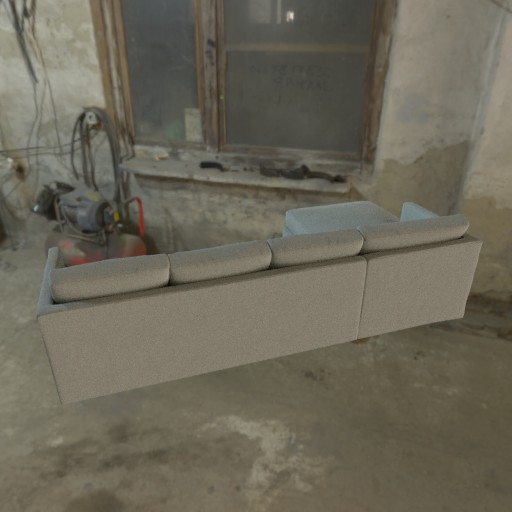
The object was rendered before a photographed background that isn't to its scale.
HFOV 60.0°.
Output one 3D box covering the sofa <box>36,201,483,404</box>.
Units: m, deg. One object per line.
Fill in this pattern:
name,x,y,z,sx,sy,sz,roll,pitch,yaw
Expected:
sofa,0.000,0.000,3.782,3.205,0.922,1.650,-9,29,-16
